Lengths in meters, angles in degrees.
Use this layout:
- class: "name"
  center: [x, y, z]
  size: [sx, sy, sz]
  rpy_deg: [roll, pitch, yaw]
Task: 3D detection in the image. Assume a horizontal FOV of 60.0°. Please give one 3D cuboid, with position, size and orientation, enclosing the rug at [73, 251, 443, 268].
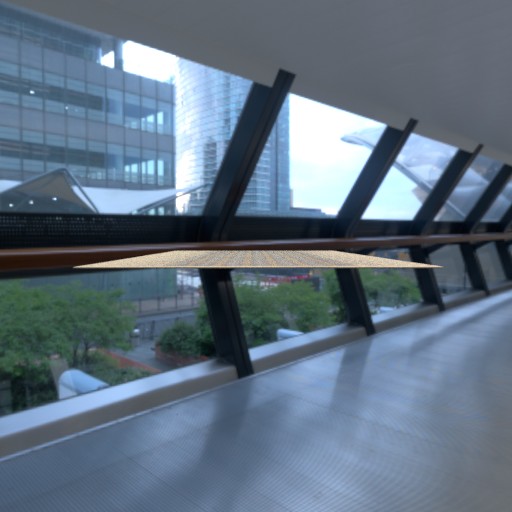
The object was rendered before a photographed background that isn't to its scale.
- class: "rug"
  center: [0.000, 0.000, 3.061]
  size: [1.541, 0.008, 2.448]
  rpy_deg: [0, 2, -1]
